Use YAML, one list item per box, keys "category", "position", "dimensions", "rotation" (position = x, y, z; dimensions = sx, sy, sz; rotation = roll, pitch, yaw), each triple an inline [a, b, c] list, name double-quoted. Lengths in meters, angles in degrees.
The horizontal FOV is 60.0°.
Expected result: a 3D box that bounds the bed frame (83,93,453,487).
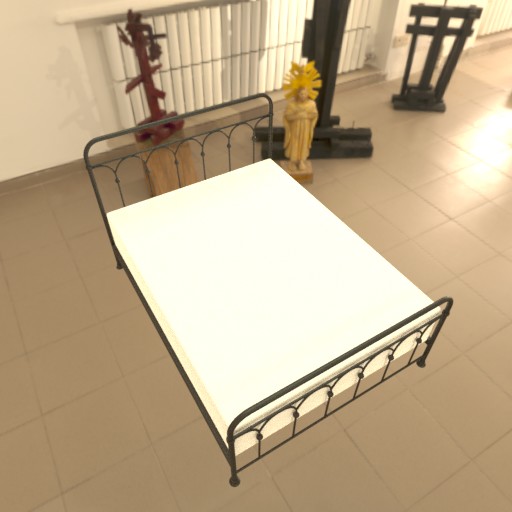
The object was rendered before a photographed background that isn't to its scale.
- category: "bed frame"
  position: [0.000, 0.000, 3.221]
  dimensions: [1.664, 1.276, 2.203]
  rotation: [-23, 49, -21]
